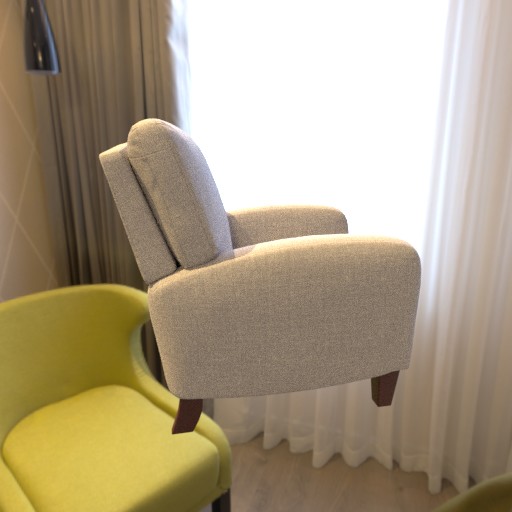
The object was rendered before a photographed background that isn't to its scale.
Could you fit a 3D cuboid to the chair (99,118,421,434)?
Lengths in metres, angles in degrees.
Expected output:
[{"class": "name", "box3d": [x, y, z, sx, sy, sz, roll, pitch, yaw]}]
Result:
[{"class": "chair", "box3d": [0.000, 0.000, 1.682, 0.990, 0.990, 0.762, -3, 17, -11]}]
